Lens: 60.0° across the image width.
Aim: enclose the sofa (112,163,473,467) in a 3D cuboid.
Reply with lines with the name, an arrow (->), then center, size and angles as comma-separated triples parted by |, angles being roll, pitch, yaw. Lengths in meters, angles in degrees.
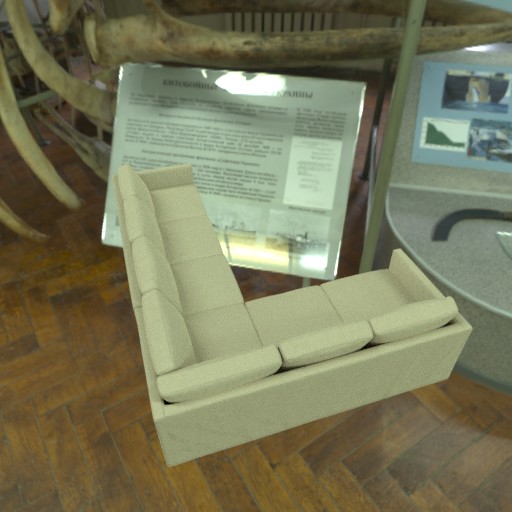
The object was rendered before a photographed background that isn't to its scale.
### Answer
sofa -> 0.000, 0.000, 4.360 | 2.432, 0.871, 3.182 | -12, 42, -14
